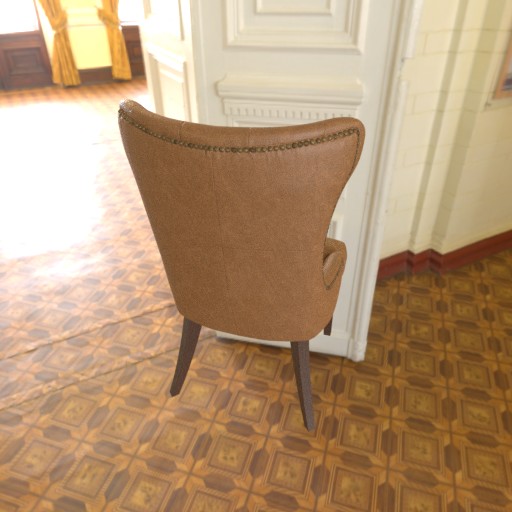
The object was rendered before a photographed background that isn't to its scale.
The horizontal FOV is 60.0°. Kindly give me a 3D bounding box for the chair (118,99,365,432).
[{"bbox_3d":[0.000,0.000,1.465,0.611,1.065,0.669,9,34,14],"label":"chair"}]
